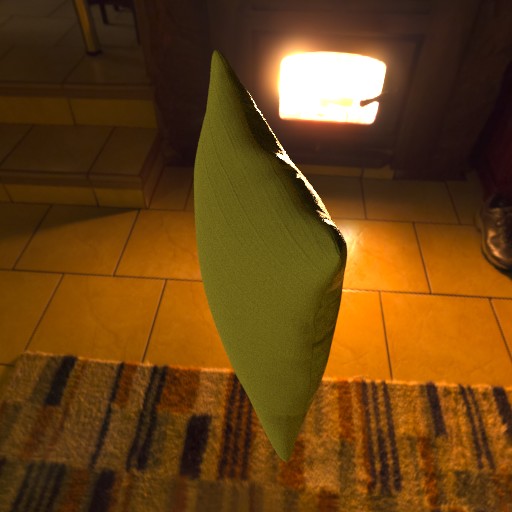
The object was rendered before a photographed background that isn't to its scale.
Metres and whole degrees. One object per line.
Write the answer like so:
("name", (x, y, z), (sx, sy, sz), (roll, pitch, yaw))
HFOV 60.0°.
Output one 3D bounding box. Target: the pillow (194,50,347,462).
("pillow", (0.000, 0.000, 0.691), (0.175, 0.464, 0.470), (-11, 47, -11))
